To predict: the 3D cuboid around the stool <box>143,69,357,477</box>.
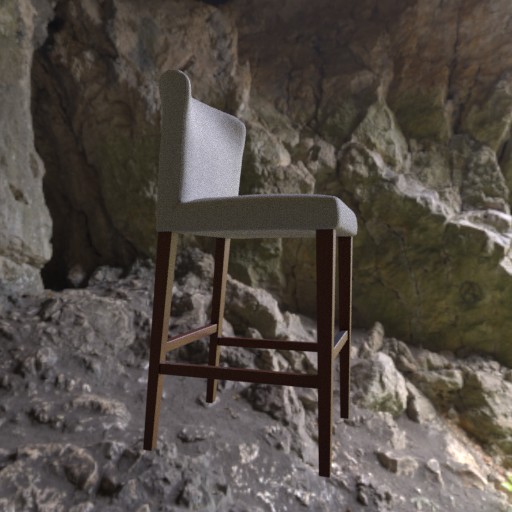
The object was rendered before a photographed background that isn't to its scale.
[{"bbox_3d":[0.000,0.000,1.351,0.568,1.069,0.481,0,0,18],"label":"stool"}]
